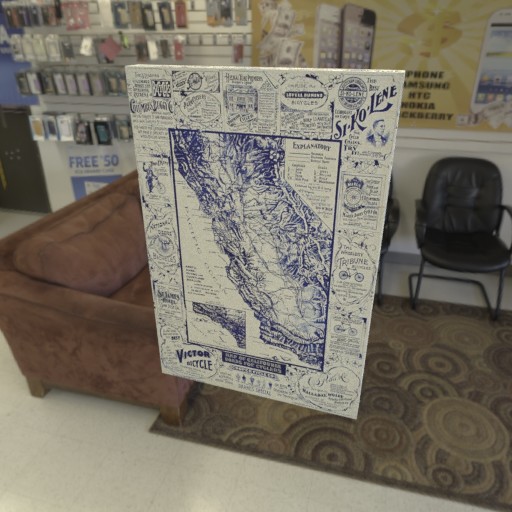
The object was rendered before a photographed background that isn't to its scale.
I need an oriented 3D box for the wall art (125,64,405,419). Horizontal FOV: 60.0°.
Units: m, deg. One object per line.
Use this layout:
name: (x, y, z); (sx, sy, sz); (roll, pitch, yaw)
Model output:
wall art: (0.000, 0.000, 0.767); (0.408, 0.601, 0.040); (8, 28, 16)
